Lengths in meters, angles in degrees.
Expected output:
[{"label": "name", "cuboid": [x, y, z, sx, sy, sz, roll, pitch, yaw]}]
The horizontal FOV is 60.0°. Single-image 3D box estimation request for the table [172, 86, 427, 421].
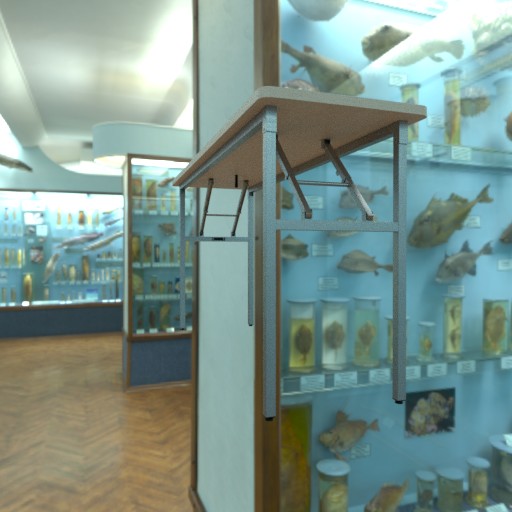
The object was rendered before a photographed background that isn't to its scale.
[{"label": "table", "cuboid": [0.000, 0.000, 1.684, 0.446, 0.750, 1.397, 0, 1, -19]}]
